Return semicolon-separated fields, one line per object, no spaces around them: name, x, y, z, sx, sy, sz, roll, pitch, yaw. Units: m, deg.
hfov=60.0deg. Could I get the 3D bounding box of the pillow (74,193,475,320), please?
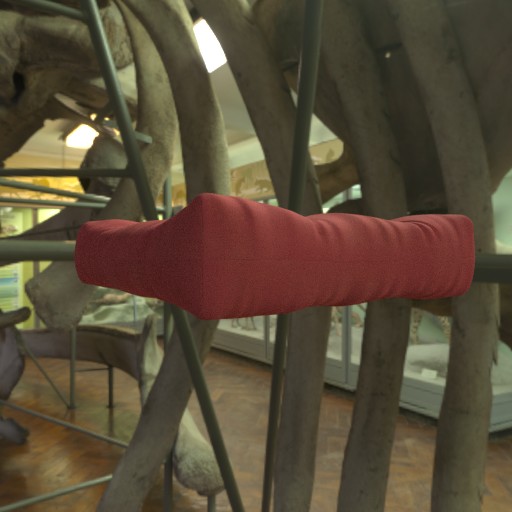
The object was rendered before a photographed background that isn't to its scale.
pillow;0.000;0.000;0.711;0.468;0.128;0.490;0;1;-35
